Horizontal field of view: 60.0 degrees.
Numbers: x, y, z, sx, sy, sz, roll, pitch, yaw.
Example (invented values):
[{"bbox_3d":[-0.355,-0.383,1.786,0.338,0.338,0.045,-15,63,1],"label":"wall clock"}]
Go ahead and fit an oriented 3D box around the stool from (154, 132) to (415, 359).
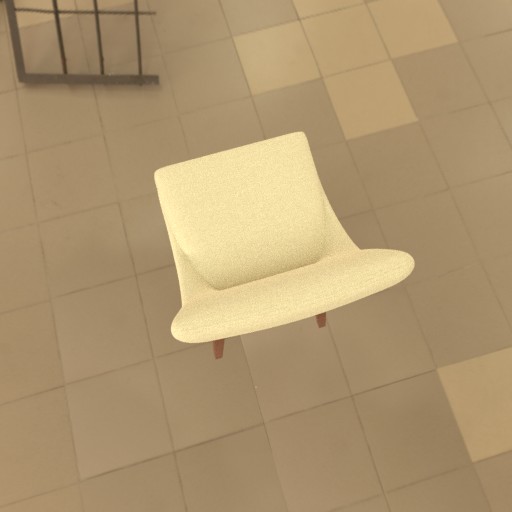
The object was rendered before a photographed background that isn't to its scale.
[{"bbox_3d":[0.000,0.000,1.348,0.470,1.097,0.559,-16,74,-5],"label":"stool"}]
